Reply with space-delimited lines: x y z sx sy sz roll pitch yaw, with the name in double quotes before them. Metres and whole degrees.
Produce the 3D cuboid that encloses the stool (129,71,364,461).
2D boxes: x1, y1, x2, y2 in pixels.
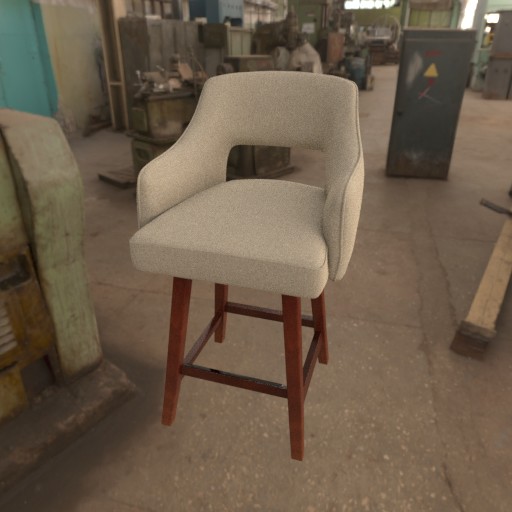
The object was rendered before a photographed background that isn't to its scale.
"stool" 0.000 0.000 1.259 0.550 0.936 0.560 8 28 16
